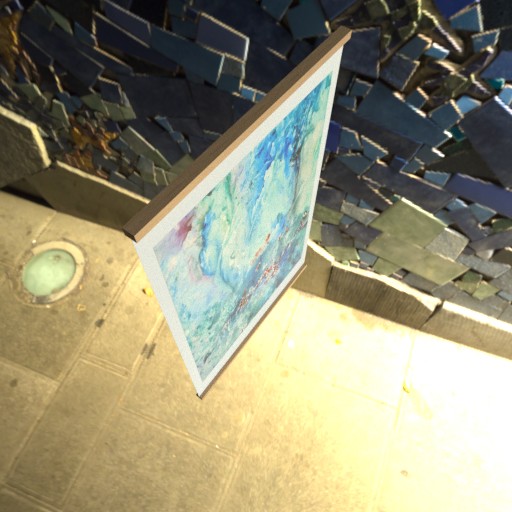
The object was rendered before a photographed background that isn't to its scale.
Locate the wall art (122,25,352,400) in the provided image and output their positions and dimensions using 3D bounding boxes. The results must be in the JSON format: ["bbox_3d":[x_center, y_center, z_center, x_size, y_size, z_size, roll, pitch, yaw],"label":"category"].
[{"bbox_3d":[0.000,0.000,1.259,0.027,1.020,0.669,32,64,18],"label":"wall art"}]
